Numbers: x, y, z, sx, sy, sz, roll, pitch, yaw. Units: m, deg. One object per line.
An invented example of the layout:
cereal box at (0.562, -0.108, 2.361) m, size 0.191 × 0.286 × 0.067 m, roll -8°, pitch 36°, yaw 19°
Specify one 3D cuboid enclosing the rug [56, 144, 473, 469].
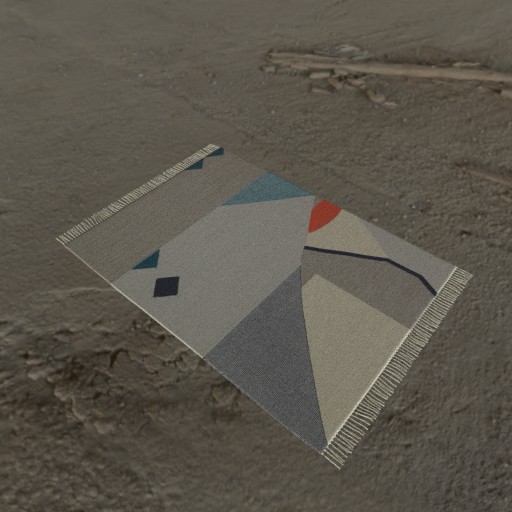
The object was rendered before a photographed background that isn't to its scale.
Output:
rug at (0.000, 0.000, 2.310) m, size 1.828 × 0.005 × 1.220 m, roll 32°, pitch 55°, yaw 26°
